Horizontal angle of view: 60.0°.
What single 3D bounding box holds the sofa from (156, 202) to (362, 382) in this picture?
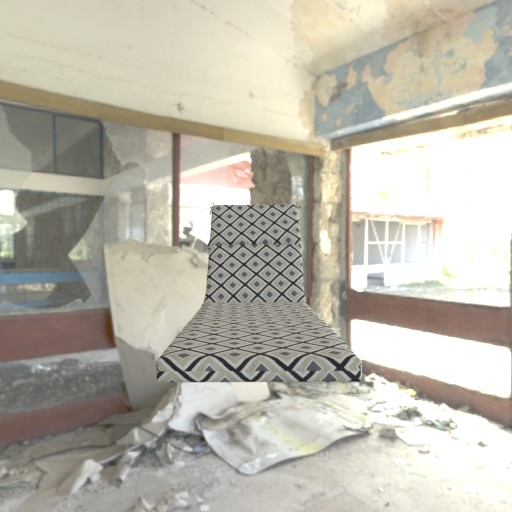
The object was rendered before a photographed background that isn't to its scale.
[{"bbox_3d":[0.000,0.000,1.920,0.582,0.622,1.663,0,1,-1],"label":"sofa"}]
